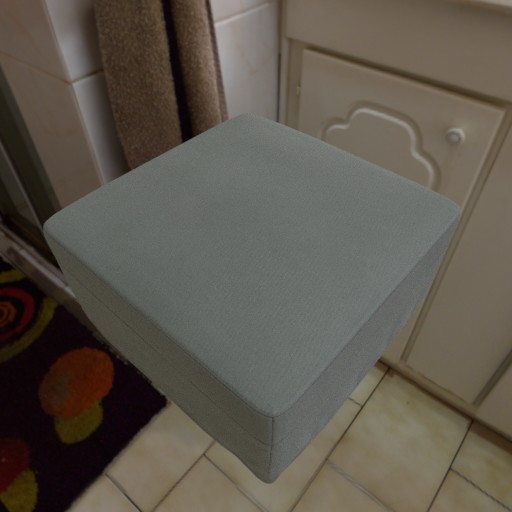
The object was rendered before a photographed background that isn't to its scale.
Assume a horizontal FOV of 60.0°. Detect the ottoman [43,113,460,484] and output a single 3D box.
[{"bbox_3d":[0.000,0.000,1.316,0.842,0.441,0.843,33,54,28],"label":"ottoman"}]
